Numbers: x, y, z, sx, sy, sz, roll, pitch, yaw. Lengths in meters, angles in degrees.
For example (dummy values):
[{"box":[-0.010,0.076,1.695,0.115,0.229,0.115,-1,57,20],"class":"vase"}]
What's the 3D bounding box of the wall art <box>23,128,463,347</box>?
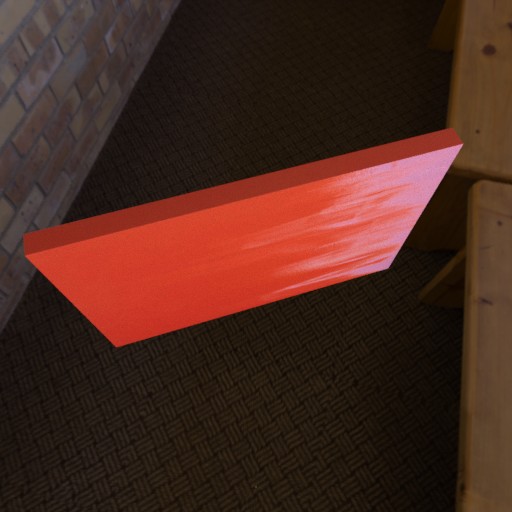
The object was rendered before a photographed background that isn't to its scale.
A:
[{"box":[0.000,0.000,0.774,0.607,0.405,0.033,-15,64,-8],"class":"wall art"}]
